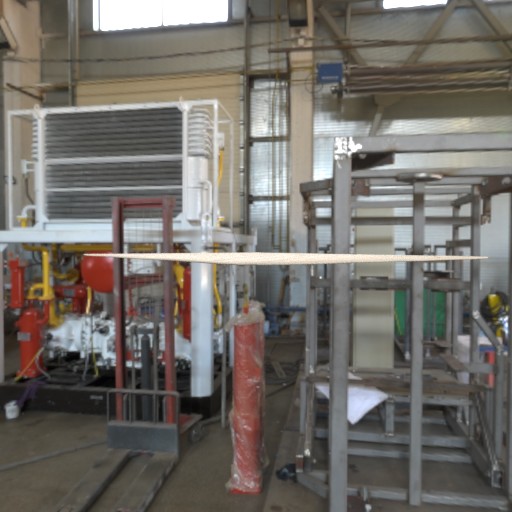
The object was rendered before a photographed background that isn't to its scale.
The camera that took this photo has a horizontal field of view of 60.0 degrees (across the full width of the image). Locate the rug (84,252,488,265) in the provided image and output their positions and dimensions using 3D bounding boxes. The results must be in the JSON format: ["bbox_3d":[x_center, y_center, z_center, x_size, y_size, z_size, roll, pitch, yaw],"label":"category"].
[{"bbox_3d":[0.000,0.000,4.401,2.436,0.026,3.381,-1,1,-36],"label":"rug"}]
